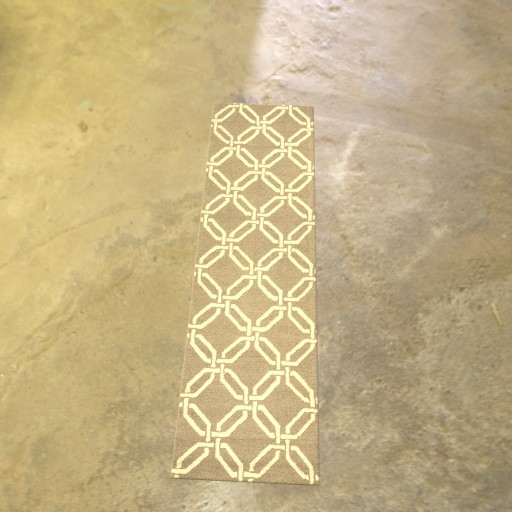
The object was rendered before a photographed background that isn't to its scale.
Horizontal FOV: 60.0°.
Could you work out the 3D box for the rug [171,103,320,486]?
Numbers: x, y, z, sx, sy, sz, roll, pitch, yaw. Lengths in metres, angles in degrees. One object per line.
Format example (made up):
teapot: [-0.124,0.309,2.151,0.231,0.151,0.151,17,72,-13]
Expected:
rug: [0.000,0.000,2.500,0.678,0.014,2.276,2,64,1]
